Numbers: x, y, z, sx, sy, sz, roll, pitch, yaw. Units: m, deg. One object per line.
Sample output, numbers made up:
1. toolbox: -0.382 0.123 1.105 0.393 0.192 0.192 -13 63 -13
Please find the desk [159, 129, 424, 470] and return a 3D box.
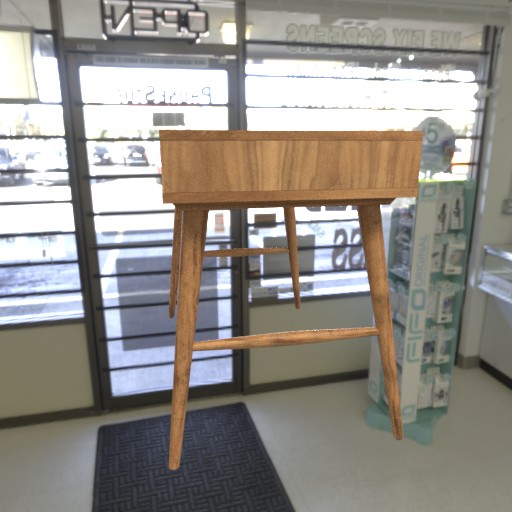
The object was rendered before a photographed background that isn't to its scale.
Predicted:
1. desk: 0.000 0.000 1.424 0.588 0.758 0.949 -3 15 -10
